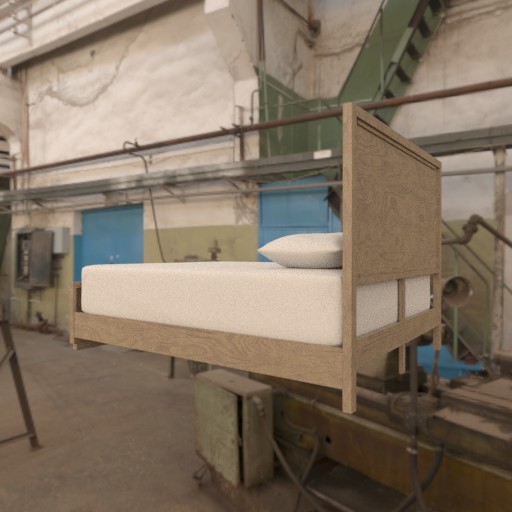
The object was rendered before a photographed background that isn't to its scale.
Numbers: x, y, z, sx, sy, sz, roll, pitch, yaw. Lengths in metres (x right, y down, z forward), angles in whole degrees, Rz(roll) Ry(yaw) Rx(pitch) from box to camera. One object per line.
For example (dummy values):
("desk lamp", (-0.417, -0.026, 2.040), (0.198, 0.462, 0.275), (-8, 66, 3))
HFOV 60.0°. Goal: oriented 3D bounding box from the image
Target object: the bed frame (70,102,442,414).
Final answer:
("bed frame", (0.000, 0.000, 3.235), (2.189, 1.369, 1.606), (0, 1, 36))
